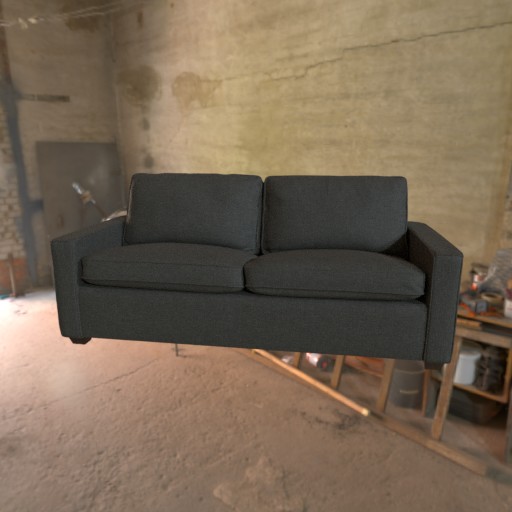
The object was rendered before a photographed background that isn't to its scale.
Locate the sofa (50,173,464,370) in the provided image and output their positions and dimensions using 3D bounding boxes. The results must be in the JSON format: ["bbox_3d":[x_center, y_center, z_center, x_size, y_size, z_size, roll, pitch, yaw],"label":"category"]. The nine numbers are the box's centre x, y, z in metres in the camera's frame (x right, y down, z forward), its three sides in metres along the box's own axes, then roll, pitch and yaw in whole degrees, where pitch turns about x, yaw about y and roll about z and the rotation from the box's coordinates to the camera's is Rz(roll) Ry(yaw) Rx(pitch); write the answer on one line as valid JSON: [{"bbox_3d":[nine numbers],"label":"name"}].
[{"bbox_3d":[0.000,0.000,2.609,2.080,0.919,0.940,2,14,9],"label":"sofa"}]
